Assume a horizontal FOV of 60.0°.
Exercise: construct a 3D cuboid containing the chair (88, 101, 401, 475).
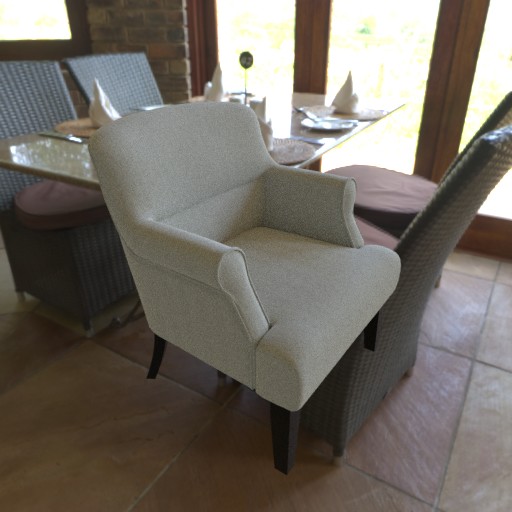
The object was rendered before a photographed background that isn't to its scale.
[{"bbox_3d":[0.000,0.000,1.442,0.750,0.875,0.781,18,32,31],"label":"chair"}]
